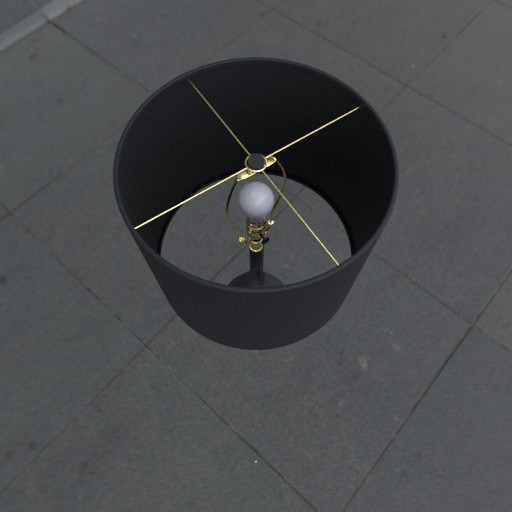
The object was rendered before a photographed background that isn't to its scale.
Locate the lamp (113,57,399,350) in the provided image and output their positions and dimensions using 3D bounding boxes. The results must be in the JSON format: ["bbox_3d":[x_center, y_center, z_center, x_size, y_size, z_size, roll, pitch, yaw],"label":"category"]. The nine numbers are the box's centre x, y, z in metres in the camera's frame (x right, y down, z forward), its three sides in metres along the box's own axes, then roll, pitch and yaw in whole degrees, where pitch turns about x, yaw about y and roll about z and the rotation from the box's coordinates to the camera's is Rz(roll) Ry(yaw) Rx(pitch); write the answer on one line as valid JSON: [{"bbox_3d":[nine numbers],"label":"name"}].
[{"bbox_3d":[0.000,0.000,0.824,0.359,0.584,0.359,-31,69,-13],"label":"lamp"}]
